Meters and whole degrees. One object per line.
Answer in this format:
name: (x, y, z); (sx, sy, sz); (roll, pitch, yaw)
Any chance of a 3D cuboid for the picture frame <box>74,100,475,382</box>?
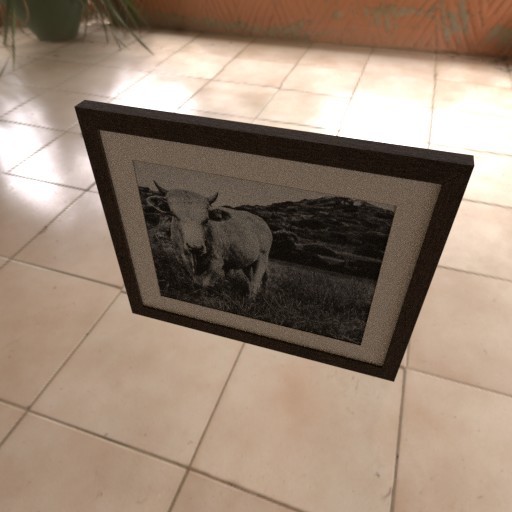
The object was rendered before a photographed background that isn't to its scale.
picture frame: (0.000, 0.000, 0.742); (0.546, 0.455, 0.026); (12, 43, 13)
